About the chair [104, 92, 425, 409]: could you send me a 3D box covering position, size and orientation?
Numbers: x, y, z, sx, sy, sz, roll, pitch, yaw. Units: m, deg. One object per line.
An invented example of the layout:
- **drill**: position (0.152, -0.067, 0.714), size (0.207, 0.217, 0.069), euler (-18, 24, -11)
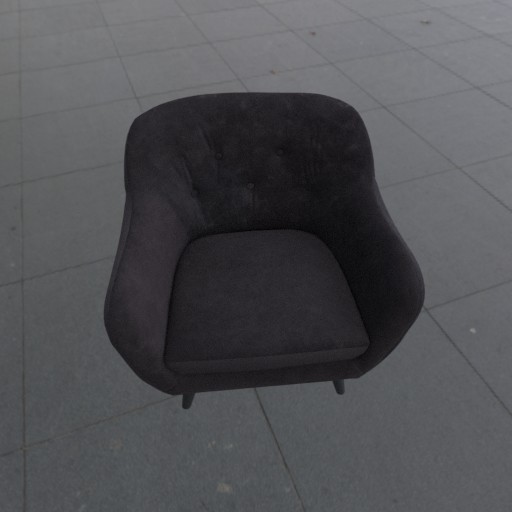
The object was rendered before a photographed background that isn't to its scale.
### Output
- **chair**: position (0.000, 0.000, 1.503), size (0.840, 0.807, 0.819), euler (-4, 45, -4)
